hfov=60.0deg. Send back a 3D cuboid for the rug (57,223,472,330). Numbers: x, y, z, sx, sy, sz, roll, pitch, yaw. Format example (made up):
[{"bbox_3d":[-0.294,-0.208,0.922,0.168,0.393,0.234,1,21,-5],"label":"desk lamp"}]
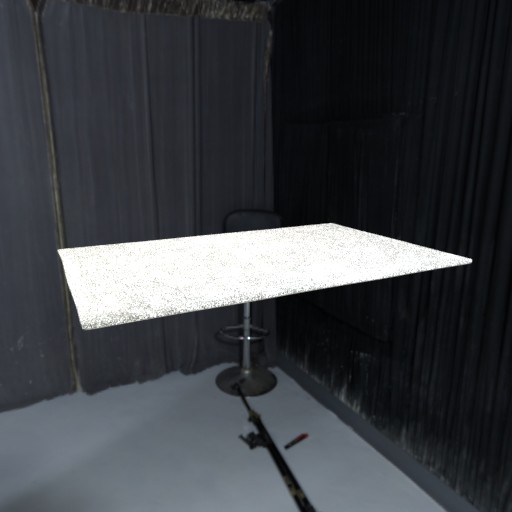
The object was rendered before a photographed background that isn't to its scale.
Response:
[{"bbox_3d":[0.000,0.000,2.962,2.350,0.025,1.502,-7,16,-26],"label":"rug"}]
